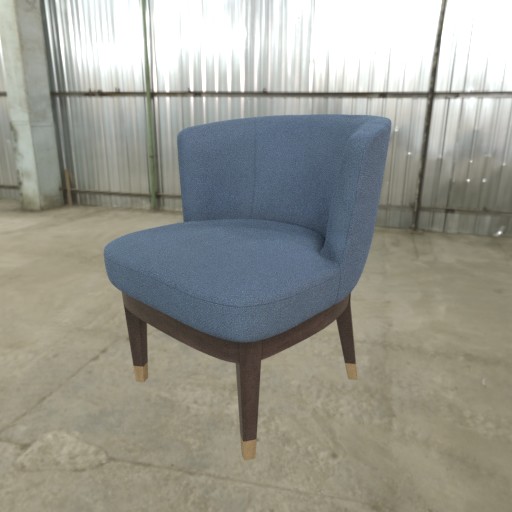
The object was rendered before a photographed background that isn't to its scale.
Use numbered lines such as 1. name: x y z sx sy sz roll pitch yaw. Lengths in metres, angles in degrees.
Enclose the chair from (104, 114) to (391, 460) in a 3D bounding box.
1. chair: 0.000 0.000 1.244 0.661 0.760 0.702 16 24 41
